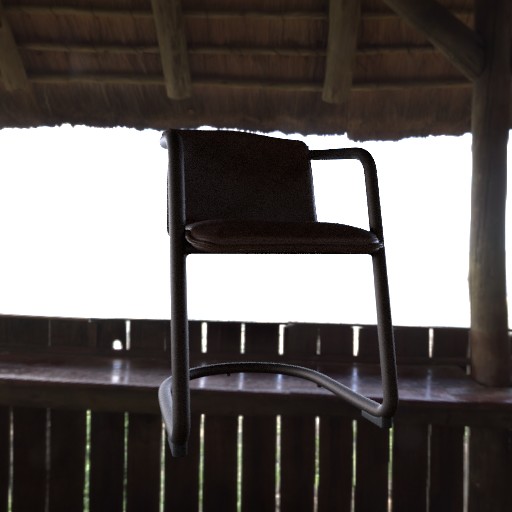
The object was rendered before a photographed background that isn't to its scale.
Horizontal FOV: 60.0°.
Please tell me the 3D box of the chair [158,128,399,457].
[{"bbox_3d":[0.000,0.000,1.250,0.536,0.836,0.664,0,0,-18],"label":"chair"}]
